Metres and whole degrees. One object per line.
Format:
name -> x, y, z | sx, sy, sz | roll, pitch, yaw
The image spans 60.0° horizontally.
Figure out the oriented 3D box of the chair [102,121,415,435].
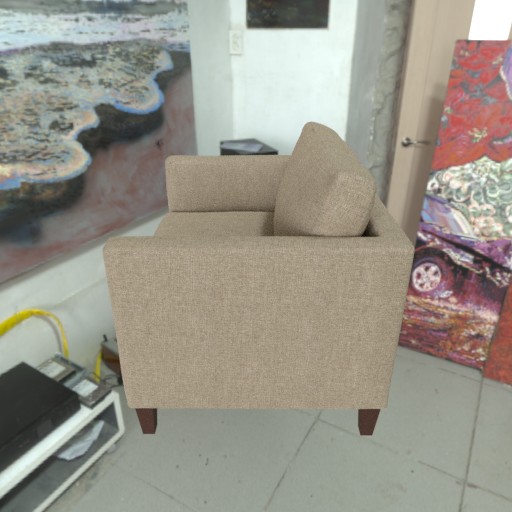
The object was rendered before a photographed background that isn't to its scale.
chair -> 0.000, 0.000, 1.886 | 0.959, 0.987, 1.107 | 0, 27, 0
